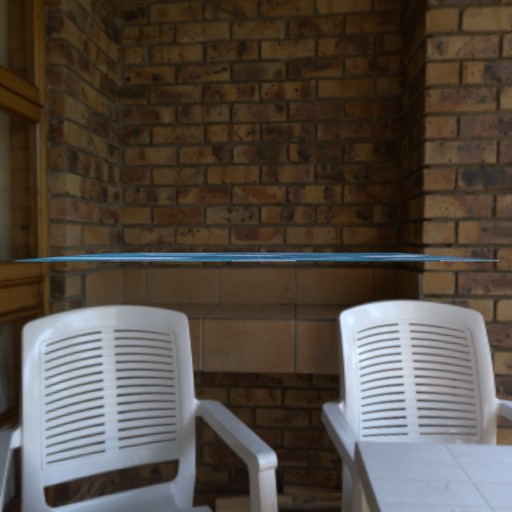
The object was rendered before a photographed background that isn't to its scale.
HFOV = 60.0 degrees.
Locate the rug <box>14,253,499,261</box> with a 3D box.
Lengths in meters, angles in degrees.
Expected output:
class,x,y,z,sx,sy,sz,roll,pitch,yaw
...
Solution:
class,x,y,z,sx,sy,sz,roll,pitch,yaw
rug,0.000,0.000,2.959,2.420,0.005,1.528,0,2,-1
